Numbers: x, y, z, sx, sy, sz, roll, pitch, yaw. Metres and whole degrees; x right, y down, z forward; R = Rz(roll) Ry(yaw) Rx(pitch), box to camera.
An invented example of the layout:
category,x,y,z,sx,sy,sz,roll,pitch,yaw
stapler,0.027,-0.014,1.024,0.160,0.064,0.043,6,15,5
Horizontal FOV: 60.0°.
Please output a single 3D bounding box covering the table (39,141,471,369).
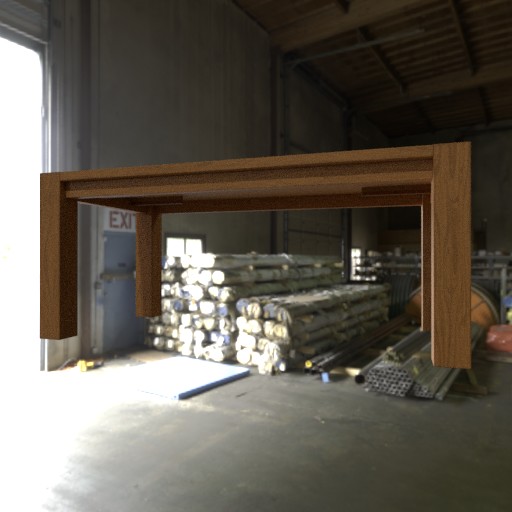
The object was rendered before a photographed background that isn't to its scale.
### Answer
category,x,y,z,sx,sy,sz,roll,pitch,yaw
table,0.000,0.000,2.182,1.800,0.760,0.900,0,0,18
